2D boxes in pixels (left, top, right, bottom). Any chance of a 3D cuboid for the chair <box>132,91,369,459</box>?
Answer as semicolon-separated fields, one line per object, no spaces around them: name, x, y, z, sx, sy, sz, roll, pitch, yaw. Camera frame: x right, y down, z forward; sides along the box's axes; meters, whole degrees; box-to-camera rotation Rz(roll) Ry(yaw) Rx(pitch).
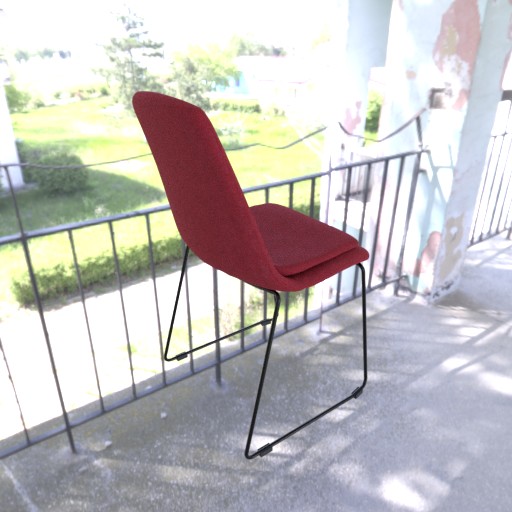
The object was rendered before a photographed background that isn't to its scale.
chair;0.000;0.000;1.191;0.518;0.858;0.479;-17;31;-32
